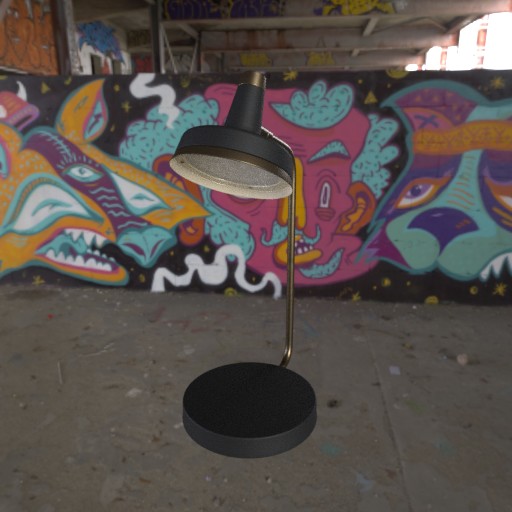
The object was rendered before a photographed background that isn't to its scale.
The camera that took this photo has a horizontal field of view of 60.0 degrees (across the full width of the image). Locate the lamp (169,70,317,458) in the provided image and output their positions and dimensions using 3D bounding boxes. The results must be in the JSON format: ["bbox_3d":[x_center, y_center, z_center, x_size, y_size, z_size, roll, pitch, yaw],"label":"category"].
[{"bbox_3d":[0.000,0.000,0.501,0.162,0.385,0.218,8,17,26],"label":"lamp"}]
